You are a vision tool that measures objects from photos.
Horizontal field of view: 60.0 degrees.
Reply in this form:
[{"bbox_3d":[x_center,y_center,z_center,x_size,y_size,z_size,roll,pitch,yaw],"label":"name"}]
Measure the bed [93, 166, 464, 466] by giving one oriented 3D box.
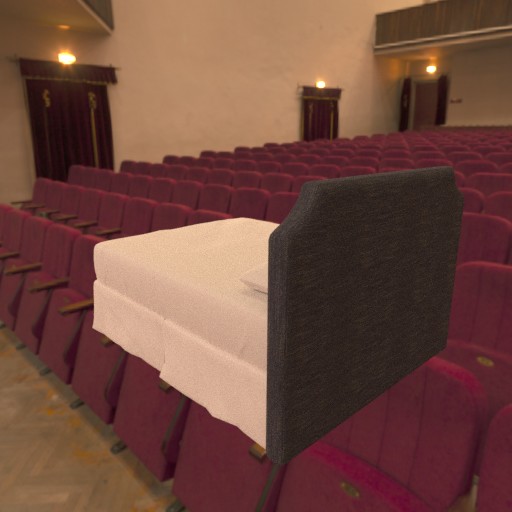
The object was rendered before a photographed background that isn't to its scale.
[{"bbox_3d":[0.000,0.000,3.113,1.693,1.290,2.116,-14,21,-41],"label":"bed"}]
